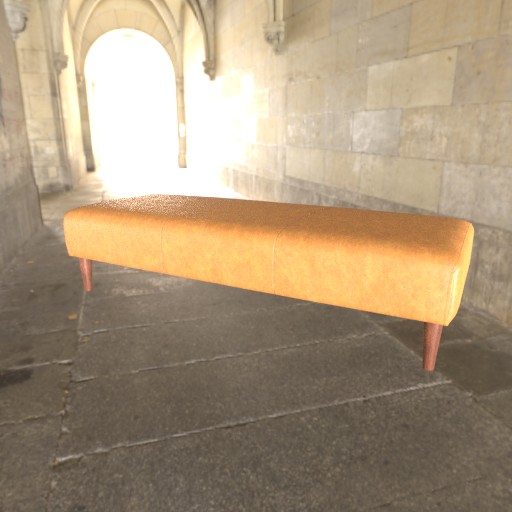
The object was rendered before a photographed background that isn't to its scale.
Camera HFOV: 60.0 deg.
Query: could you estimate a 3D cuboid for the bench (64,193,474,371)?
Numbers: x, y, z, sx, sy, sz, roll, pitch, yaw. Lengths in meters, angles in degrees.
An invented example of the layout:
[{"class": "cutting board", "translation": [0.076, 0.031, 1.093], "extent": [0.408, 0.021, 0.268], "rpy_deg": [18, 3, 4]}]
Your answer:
[{"class": "bench", "translation": [0.000, 0.000, 1.874], "extent": [1.610, 0.399, 0.653], "rpy_deg": [8, 18, 27]}]
